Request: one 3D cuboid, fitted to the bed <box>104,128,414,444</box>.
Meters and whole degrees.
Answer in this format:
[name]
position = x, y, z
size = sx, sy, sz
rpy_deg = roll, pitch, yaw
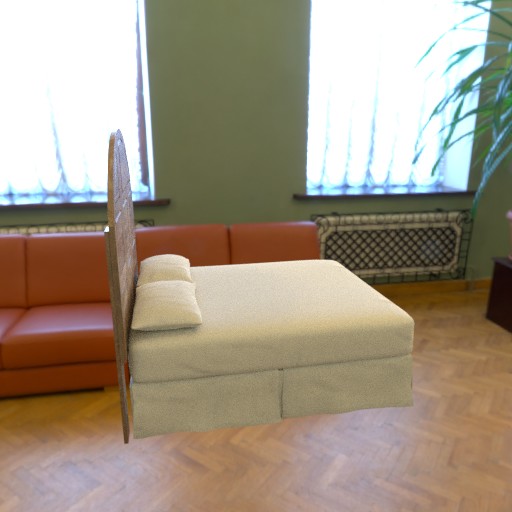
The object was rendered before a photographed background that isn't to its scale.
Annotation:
[bed]
position = 0.000, 0.000, 3.611
size = 2.112, 2.002, 1.713
rpy_deg = -3, 16, -11
